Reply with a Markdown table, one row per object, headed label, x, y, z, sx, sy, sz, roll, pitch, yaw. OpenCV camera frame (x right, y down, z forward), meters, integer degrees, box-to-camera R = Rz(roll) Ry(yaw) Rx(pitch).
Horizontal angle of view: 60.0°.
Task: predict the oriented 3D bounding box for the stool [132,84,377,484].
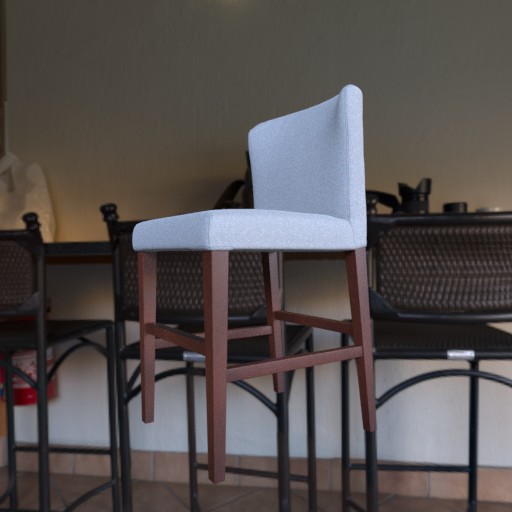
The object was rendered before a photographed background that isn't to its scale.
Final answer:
| label | x | y | z | sx | sy | sz | roll | pitch | yaw |
| --- | --- | --- | --- | --- | --- | --- | --- | --- | --- |
| stool | 0.000 | 0.000 | 1.263 | 0.568 | 0.968 | 0.479 | 0 | 0 | -35 |
